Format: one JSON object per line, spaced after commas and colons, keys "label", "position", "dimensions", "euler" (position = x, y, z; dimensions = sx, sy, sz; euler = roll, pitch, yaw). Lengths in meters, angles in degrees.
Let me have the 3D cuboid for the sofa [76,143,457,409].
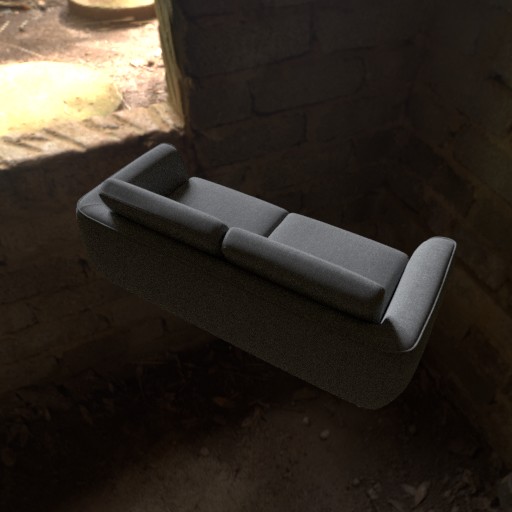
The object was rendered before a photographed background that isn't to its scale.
{"label": "sofa", "position": [0.000, 0.000, 2.531], "dimensions": [2.000, 0.870, 0.920], "euler": [23, 49, 21]}
